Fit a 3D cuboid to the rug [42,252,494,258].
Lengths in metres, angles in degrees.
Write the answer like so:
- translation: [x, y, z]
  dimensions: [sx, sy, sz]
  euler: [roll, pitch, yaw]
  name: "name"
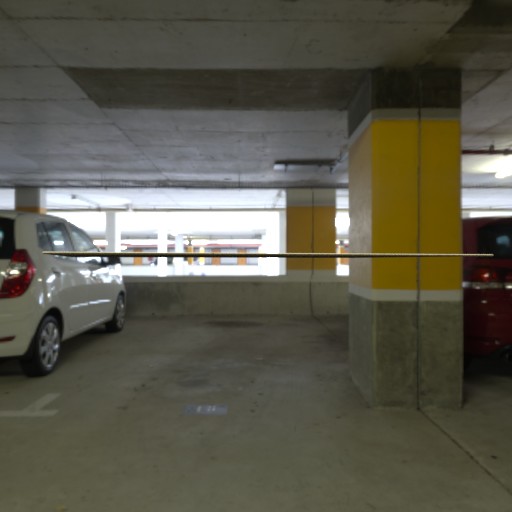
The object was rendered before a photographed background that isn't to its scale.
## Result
- translation: [0.000, 0.000, 2.260]
  dimensions: [1.828, 0.007, 1.220]
  euler: [0, -1, -19]
  name: "rug"
